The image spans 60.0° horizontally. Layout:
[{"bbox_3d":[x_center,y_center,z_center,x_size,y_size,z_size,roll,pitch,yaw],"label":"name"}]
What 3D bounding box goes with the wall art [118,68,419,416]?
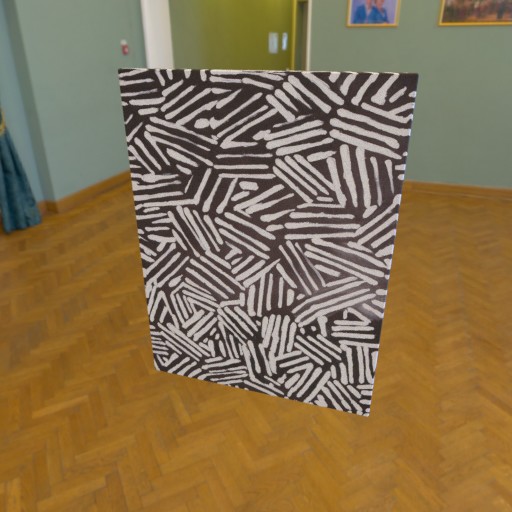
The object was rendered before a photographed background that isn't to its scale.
[{"bbox_3d":[0.000,0.000,1.316,0.765,1.017,0.038,8,27,16],"label":"wall art"}]
